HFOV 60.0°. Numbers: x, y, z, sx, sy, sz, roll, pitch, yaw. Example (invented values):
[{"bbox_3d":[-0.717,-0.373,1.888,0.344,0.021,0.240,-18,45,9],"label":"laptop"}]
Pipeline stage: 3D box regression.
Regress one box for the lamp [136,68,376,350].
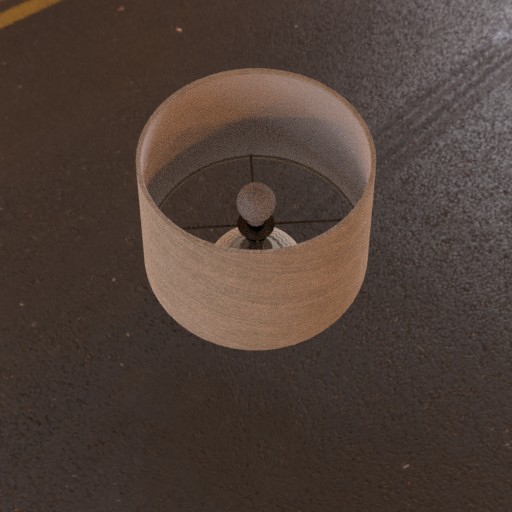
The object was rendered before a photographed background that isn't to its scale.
[{"bbox_3d":[0.000,0.000,0.825,0.390,0.580,0.390,0,62,0],"label":"lamp"}]
